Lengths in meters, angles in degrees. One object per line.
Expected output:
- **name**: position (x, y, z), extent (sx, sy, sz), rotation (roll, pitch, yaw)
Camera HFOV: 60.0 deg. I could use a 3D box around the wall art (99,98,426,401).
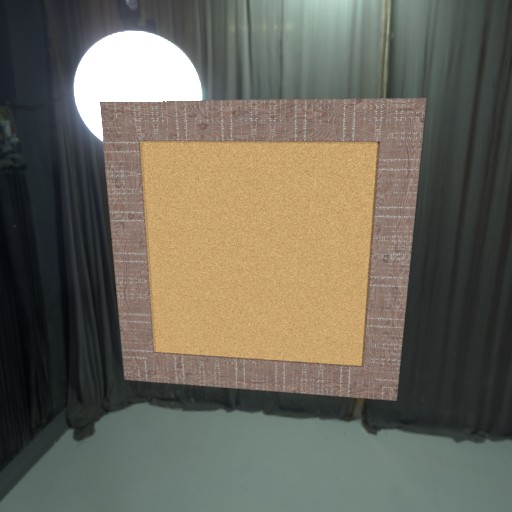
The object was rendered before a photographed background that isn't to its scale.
- **wall art**: position (0.000, 0.000, 0.800), extent (0.531, 0.531, 0.029), rotation (2, 16, 8)
